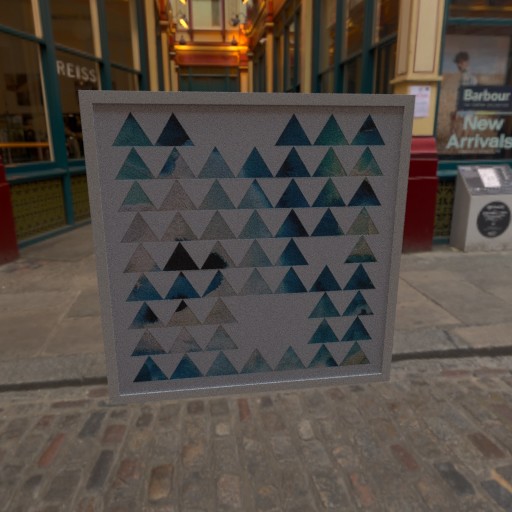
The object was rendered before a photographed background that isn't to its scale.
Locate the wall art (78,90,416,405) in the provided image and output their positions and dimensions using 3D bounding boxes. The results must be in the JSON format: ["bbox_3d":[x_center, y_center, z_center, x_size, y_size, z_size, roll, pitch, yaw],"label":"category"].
[{"bbox_3d":[0.000,0.000,0.658,0.456,0.456,0.007,-2,16,-8],"label":"wall art"}]
